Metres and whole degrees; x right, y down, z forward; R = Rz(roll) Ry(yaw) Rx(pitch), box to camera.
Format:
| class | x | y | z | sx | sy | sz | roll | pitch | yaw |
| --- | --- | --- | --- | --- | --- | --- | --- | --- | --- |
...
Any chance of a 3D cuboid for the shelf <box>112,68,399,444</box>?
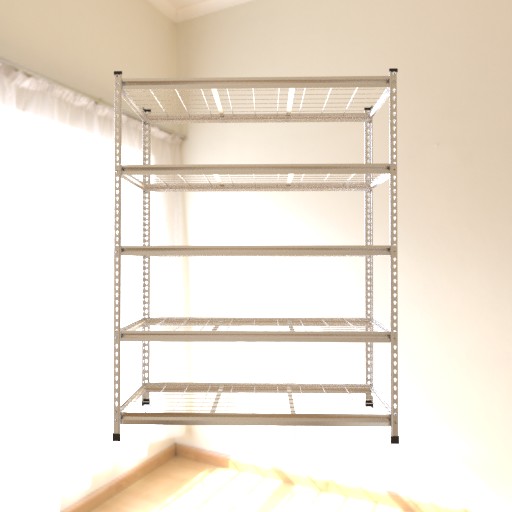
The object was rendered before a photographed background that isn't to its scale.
| class | x | y | z | sx | sy | sz | roll | pitch | yaw |
| --- | --- | --- | --- | --- | --- | --- | --- | --- | --- |
| shelf | 0.000 | 0.000 | 2.658 | 1.524 | 1.981 | 0.610 | 0 | -1 | 1 |
